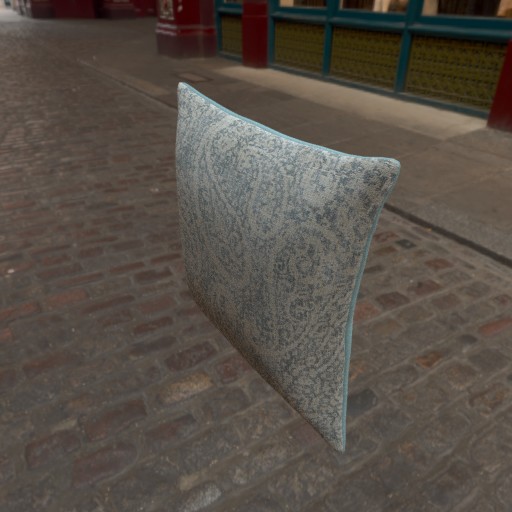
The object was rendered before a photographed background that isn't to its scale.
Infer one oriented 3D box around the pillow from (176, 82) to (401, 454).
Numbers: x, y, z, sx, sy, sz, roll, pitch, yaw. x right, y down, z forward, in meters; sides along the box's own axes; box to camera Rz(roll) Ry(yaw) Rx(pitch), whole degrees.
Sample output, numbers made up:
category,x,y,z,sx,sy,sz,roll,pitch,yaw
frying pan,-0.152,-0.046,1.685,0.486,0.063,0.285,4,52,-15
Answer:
category,x,y,z,sx,sy,sz,roll,pitch,yaw
pillow,0.000,0.000,0.789,0.166,0.507,0.526,-20,38,-29
